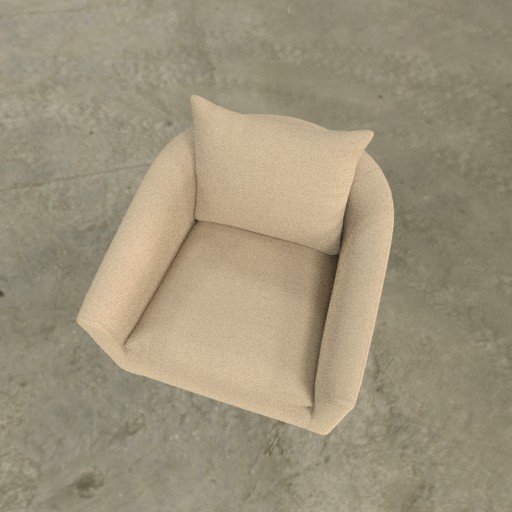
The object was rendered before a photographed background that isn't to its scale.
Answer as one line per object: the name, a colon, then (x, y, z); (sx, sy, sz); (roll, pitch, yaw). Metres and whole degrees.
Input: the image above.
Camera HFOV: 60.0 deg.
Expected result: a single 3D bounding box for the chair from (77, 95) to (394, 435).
chair: (0.000, 0.000, 1.571); (0.845, 0.848, 0.910); (15, 60, 9)
